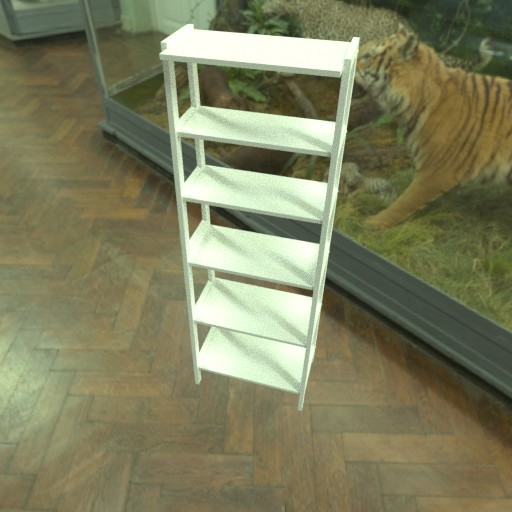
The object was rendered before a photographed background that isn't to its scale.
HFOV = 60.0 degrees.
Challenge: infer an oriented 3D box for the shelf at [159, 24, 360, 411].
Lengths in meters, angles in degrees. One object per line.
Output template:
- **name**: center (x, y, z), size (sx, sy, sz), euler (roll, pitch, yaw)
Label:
- **shelf**: center (0.000, 0.000, 2.120), size (0.660, 1.892, 0.381), euler (11, 43, 12)
